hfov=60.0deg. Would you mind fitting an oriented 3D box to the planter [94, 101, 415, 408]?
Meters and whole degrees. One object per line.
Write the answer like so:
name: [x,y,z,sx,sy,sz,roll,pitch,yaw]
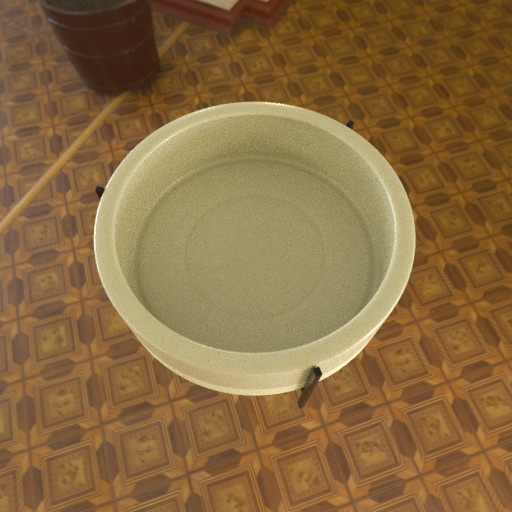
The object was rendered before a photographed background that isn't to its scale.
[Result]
planter: [0.000,0.000,0.538,0.336,0.171,0.345,-17,63,-9]
